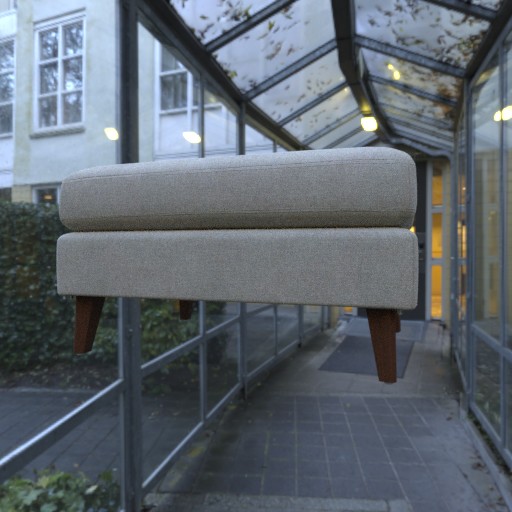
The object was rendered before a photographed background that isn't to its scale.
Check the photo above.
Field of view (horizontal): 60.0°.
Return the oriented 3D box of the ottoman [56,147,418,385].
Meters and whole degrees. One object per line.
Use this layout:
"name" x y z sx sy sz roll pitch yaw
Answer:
"ottoman" 0.000 0.000 1.214 0.823 0.478 0.610 0 1 19
